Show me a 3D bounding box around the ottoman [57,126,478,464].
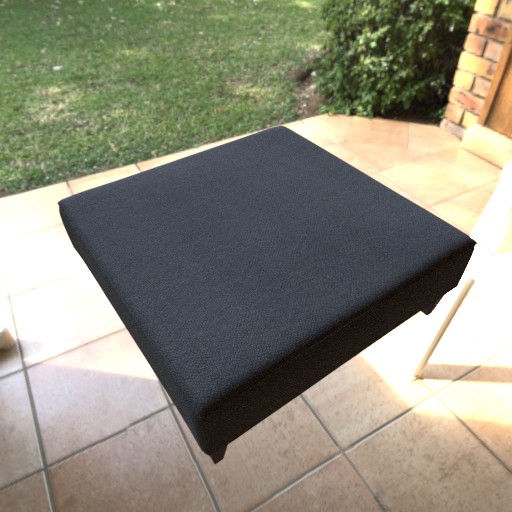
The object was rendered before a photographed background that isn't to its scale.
[{"bbox_3d":[0.000,0.000,1.513,0.981,0.378,0.970,-26,48,-26],"label":"ottoman"}]
